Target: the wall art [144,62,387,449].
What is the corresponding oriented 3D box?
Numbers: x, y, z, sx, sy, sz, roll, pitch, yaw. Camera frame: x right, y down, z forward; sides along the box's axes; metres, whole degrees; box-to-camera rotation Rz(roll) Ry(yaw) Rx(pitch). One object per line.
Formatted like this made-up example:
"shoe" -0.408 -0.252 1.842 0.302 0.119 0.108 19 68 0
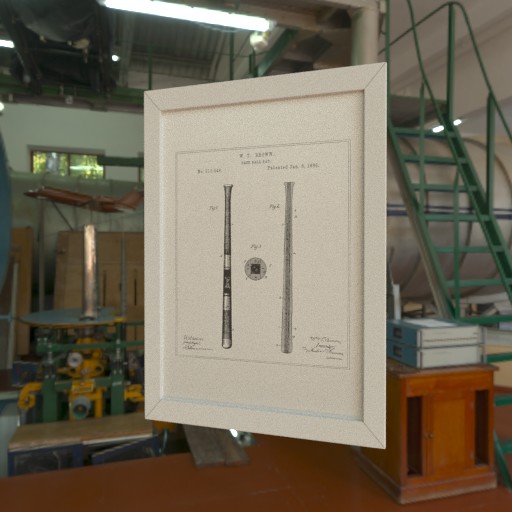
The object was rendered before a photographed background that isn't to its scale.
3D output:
"wall art" 0.000 0.000 0.665 0.374 0.529 0.012 0 1 17
